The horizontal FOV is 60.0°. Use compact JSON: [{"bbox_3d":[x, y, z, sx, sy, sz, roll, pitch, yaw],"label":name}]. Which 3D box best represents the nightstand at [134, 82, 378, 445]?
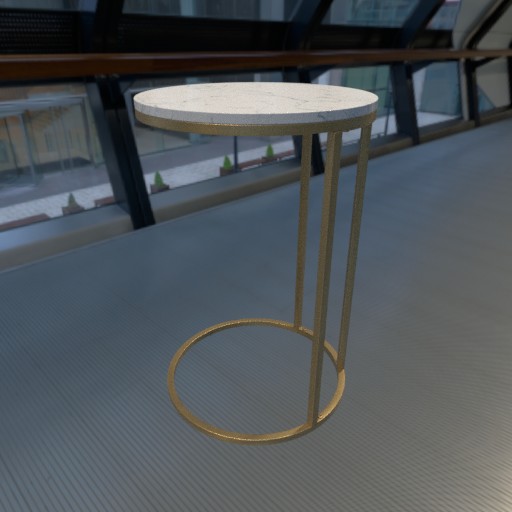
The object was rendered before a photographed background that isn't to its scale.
[{"bbox_3d":[0.000,0.000,0.883,0.400,0.610,0.400,0,27,0],"label":"nightstand"}]
